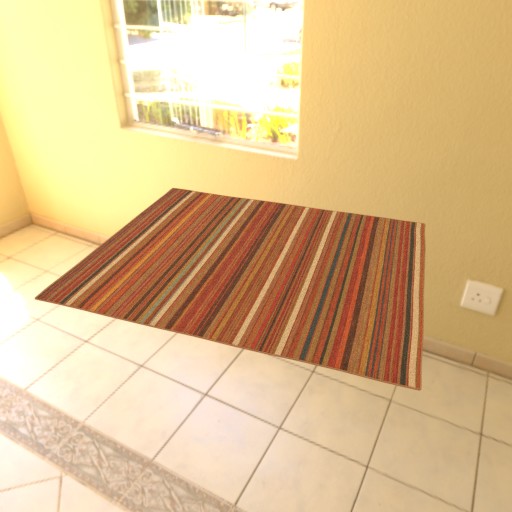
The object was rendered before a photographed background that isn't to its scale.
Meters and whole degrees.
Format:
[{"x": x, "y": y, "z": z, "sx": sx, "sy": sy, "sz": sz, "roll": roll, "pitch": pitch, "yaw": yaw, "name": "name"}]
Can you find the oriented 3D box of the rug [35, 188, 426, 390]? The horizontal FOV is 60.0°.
[{"x": 0.000, "y": 0.000, "z": 4.268, "sx": 3.092, "sy": 0.023, "sz": 2.479, "roll": 10, "pitch": 33, "yaw": 16, "name": "rug"}]
